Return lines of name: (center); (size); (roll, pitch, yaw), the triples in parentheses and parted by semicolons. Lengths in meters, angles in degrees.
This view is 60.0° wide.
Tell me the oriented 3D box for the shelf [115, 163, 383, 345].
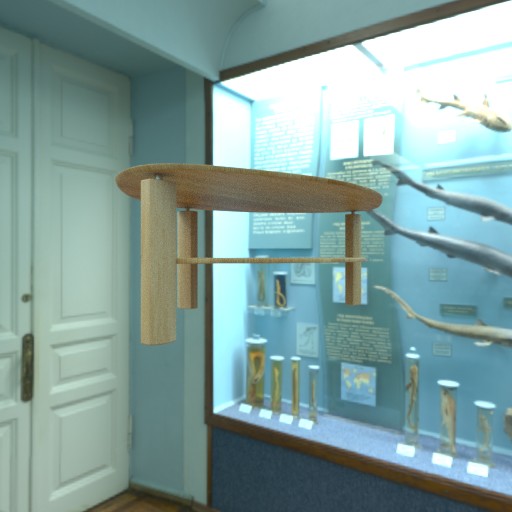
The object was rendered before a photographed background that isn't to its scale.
shelf: (0.000, 0.000, 1.645); (0.845, 0.440, 1.246); (0, 0, 38)
